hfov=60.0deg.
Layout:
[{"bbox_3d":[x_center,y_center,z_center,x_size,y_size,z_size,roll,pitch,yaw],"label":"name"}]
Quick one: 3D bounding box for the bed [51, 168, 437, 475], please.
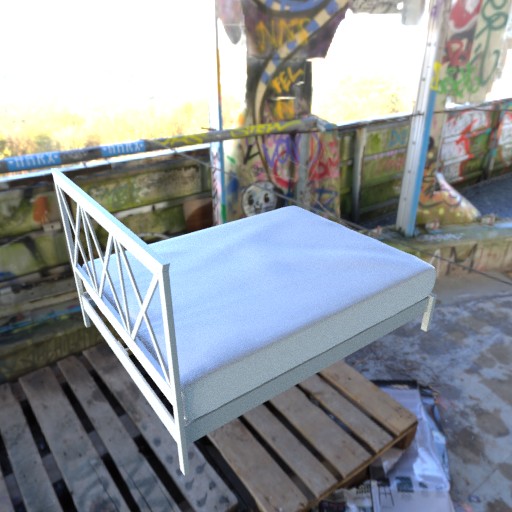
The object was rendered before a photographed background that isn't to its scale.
[{"bbox_3d":[0.000,0.000,3.177,2.135,1.253,1.673,-19,32,-32],"label":"bed"}]
